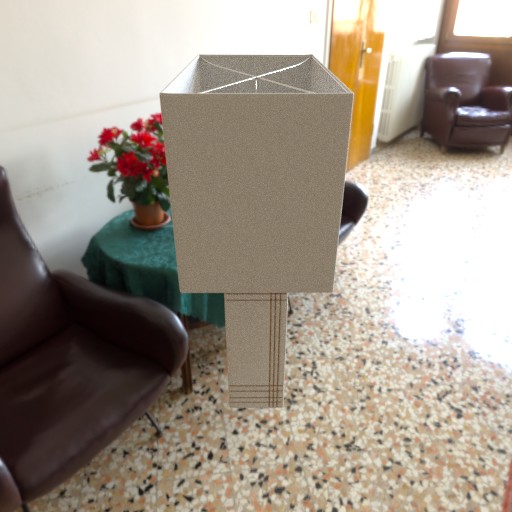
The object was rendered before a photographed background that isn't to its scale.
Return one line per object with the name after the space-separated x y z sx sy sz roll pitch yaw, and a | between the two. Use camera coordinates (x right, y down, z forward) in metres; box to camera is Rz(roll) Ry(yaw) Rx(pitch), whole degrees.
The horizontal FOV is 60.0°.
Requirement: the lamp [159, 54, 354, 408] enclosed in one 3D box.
0.000 0.000 0.691 0.182 0.543 0.334 0 30 0 | lamp
